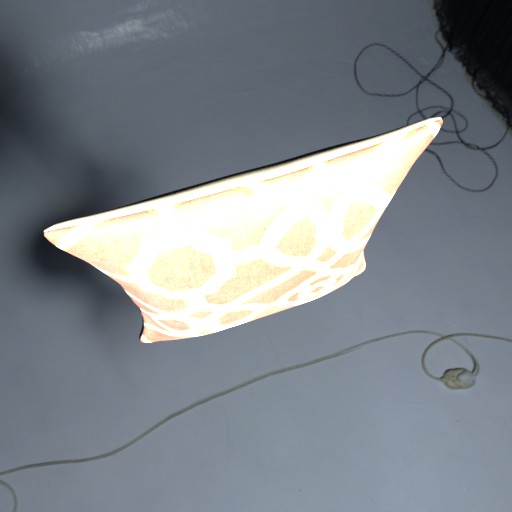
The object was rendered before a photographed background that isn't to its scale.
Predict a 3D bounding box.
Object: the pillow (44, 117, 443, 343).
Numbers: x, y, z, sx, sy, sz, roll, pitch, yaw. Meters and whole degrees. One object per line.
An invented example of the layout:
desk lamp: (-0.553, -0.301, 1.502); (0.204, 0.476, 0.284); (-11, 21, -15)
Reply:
pillow: (0.000, 0.000, 0.805); (0.552, 0.508, 0.166); (-17, 66, -8)
